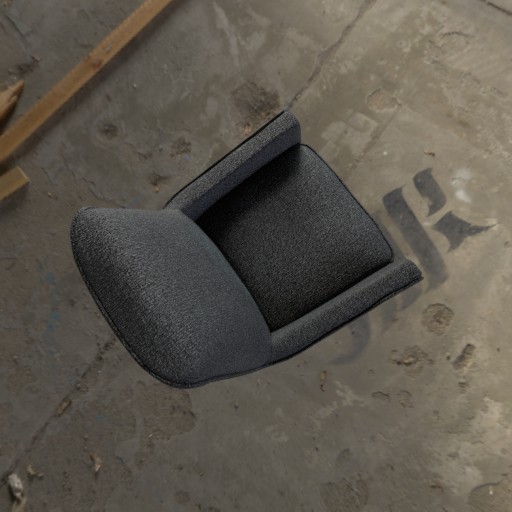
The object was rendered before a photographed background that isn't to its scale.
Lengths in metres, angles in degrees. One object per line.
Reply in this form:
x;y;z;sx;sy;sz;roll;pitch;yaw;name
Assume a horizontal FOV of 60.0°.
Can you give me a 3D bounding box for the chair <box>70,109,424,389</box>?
0.000;0.000;1.480;0.859;0.883;0.763;-34;78;-8;chair
